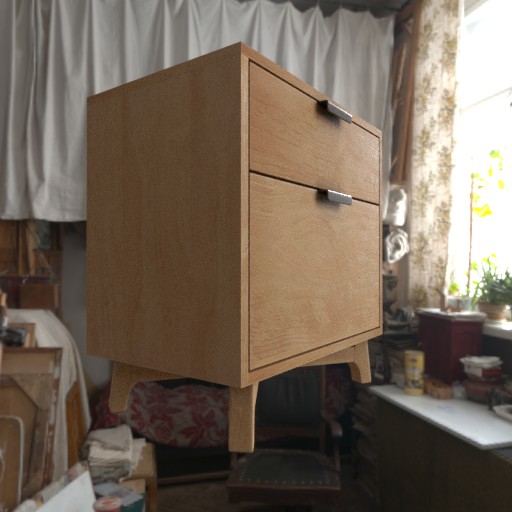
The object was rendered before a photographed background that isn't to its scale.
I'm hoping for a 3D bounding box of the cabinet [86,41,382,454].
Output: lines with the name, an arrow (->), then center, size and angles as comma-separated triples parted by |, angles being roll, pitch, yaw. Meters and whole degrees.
cabinet -> 0.000, 0.000, 0.946 | 0.394, 0.599, 0.551 | 0, 0, 36
